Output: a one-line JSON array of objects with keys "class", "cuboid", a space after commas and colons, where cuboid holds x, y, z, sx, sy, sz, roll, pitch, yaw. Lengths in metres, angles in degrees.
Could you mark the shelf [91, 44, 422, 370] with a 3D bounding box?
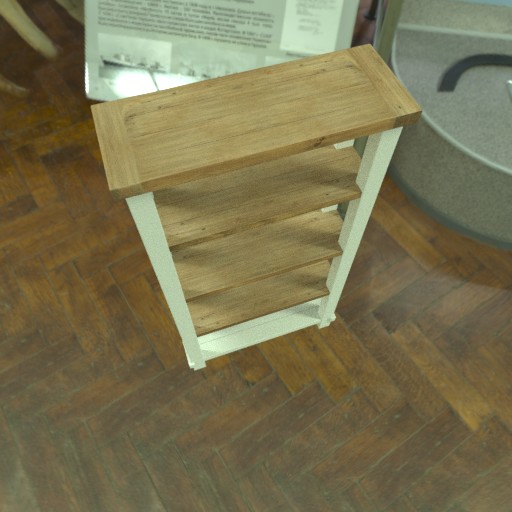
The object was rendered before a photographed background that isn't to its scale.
[{"class": "shelf", "cuboid": [0.000, 0.000, 2.255, 1.022, 1.878, 0.381, -17, 60, -10]}]
